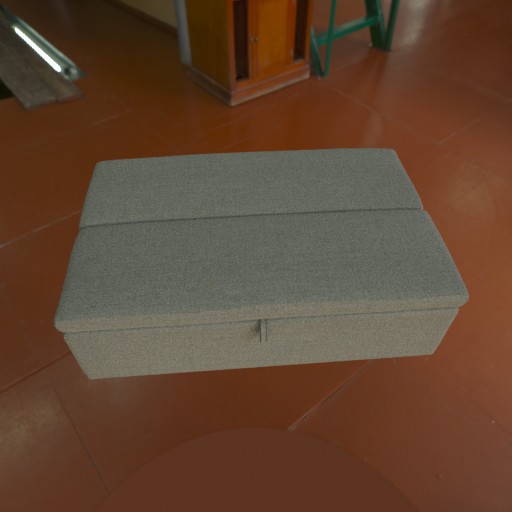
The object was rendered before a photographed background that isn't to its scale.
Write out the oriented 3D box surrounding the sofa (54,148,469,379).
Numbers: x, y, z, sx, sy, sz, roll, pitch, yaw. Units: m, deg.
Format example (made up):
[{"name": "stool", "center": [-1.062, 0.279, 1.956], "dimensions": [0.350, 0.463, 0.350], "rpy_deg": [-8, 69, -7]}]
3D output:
[{"name": "sofa", "center": [0.000, 0.000, 1.691], "dimensions": [1.250, 0.434, 0.817], "rpy_deg": [-3, 47, -3]}]
